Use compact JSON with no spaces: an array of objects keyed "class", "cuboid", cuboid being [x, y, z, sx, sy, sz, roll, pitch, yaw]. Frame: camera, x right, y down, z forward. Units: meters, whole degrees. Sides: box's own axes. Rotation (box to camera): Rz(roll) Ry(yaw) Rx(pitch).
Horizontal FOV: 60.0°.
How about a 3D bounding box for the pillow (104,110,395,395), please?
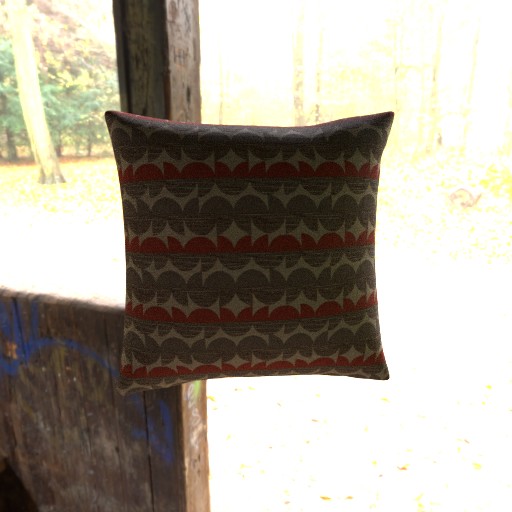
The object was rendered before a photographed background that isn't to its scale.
[{"class":"pillow","cuboid":[0.000,0.000,0.653,0.420,0.410,0.180,-2,16,-7]}]
